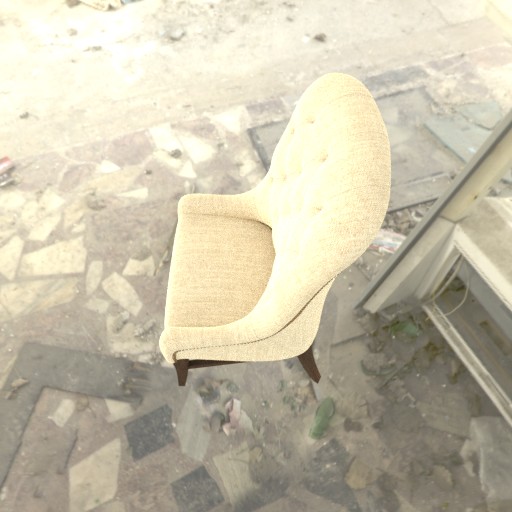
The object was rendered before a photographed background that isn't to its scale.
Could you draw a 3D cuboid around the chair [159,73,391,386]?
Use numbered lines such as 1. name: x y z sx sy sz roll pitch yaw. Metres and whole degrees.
1. chair: 0.000 0.000 1.491 0.629 1.091 0.634 1 58 0
